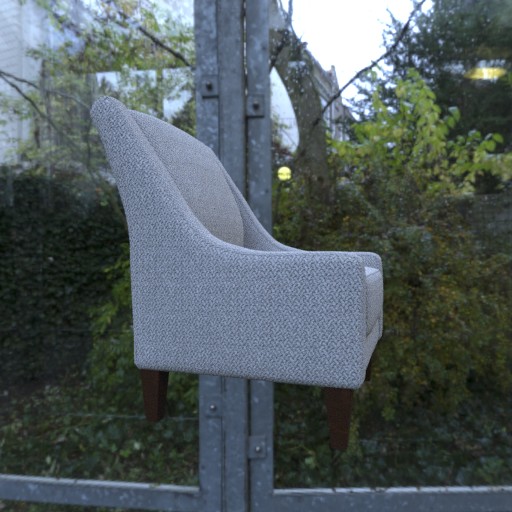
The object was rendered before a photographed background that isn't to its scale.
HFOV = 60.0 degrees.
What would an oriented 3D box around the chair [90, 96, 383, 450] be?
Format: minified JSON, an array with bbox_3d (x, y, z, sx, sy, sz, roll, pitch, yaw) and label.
[{"bbox_3d":[0.000,0.000,1.614,0.870,1.014,0.774,0,0,20],"label":"chair"}]
